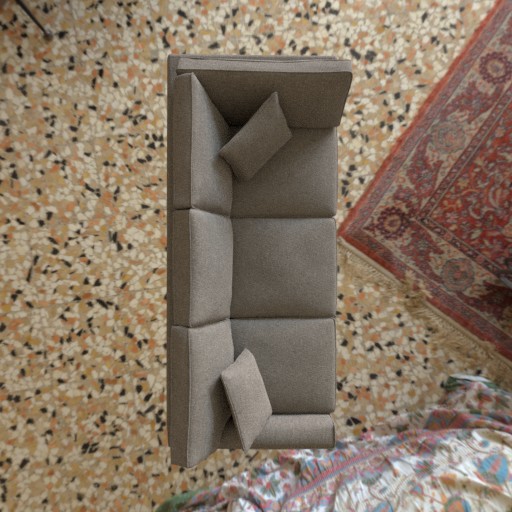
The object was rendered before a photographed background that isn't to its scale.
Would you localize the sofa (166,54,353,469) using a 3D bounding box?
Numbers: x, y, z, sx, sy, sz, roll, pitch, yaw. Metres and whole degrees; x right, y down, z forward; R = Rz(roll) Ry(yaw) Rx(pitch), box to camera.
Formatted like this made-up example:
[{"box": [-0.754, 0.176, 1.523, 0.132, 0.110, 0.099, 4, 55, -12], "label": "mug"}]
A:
[{"box": [0.000, 0.000, 2.806, 1.061, 0.962, 2.317, 0, 90, -1], "label": "sofa"}]
